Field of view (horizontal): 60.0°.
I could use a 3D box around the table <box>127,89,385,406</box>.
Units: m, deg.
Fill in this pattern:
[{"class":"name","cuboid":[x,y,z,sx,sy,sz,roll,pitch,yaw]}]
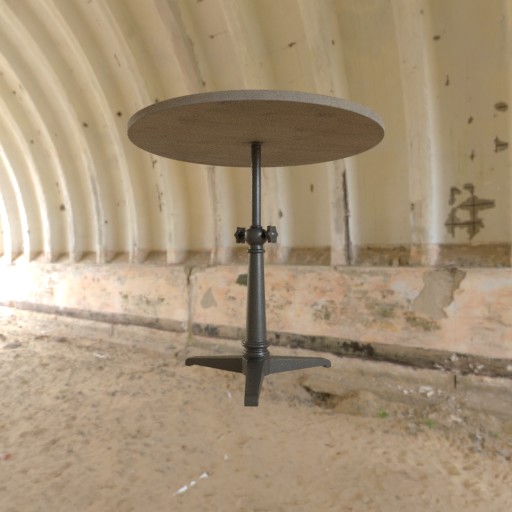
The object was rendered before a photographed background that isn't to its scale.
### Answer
[{"class":"table","cuboid":[0.000,0.000,1.435,0.800,0.780,0.800,0,0,0]}]
